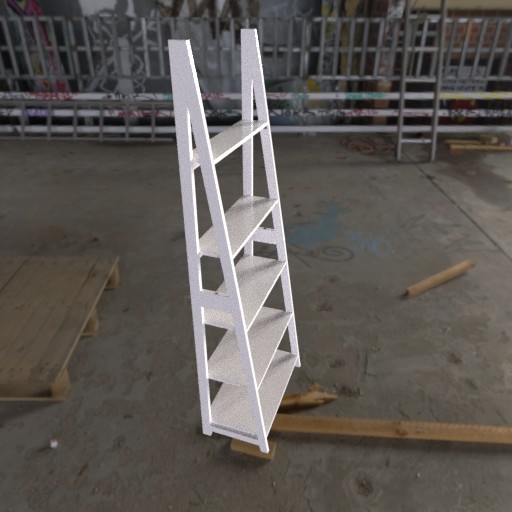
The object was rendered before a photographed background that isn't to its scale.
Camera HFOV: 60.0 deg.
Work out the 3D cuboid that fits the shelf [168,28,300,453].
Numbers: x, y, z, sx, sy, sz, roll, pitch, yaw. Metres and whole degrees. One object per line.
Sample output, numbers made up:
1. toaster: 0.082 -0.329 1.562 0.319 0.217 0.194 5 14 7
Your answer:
1. shelf: 0.000 0.000 1.986 0.341 1.779 0.636 10 32 17
